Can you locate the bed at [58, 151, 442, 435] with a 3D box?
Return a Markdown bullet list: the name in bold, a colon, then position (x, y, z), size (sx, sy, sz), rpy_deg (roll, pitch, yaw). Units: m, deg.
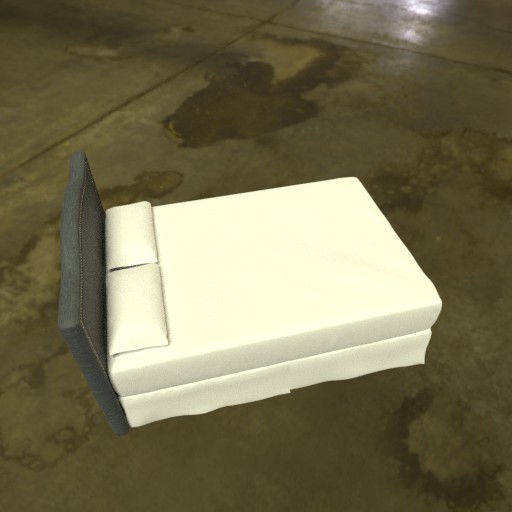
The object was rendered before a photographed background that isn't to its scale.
- **bed**: position (0.000, 0.000, 3.482), size (2.507, 1.441, 1.747), rpy_deg (-10, 47, -10)
